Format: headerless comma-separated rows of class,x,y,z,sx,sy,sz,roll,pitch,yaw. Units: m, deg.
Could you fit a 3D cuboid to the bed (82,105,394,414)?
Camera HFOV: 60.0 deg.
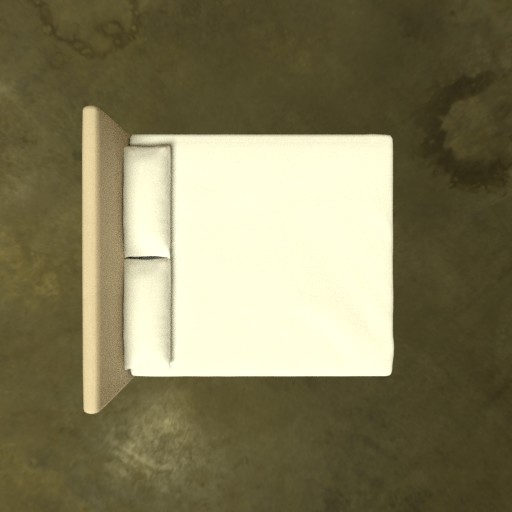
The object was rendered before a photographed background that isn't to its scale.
bed,0.000,0.000,3.552,2.319,1.317,2.119,0,90,0
